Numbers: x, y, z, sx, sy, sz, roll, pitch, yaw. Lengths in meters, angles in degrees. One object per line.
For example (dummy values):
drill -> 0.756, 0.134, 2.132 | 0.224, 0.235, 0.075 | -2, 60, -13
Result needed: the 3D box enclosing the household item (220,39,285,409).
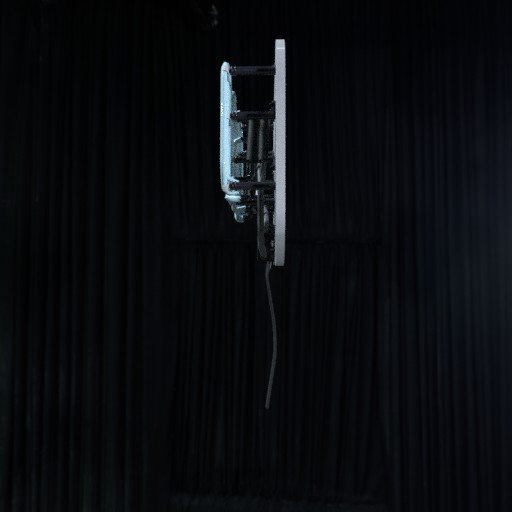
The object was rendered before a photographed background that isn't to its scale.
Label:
household item -> 0.000, 0.000, 0.378 | 0.042, 0.294, 0.211 | 0, 0, 2
